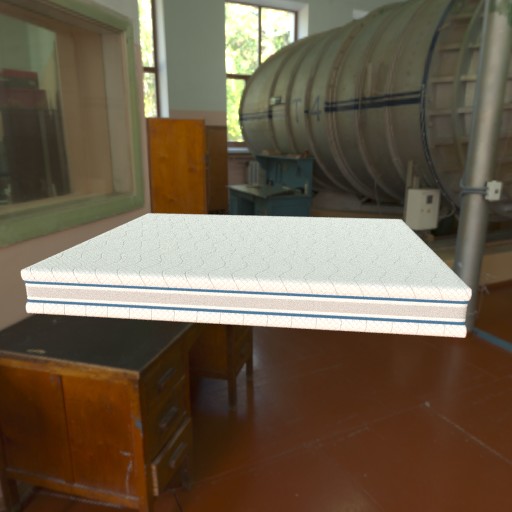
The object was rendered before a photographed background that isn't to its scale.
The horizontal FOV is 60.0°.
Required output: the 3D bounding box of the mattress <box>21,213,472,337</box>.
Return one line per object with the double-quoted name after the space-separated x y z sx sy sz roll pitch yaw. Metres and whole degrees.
0.000 0.000 2.723 2.000 0.230 1.600 2 15 8 "mattress"
